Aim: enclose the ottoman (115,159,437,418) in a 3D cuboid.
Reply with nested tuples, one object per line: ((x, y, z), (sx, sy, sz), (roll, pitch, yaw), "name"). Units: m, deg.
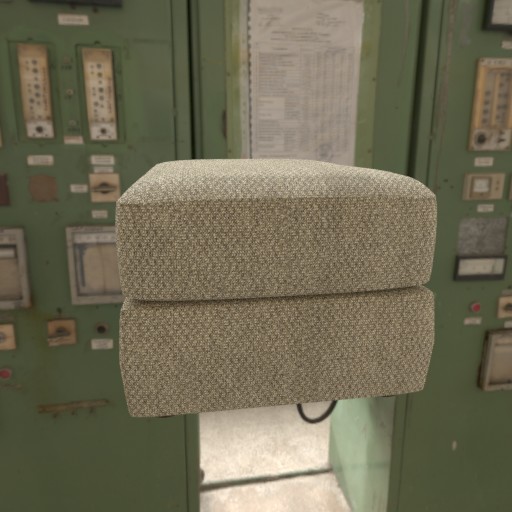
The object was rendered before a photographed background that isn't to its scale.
((0.000, 0.000, 1.145), (0.603, 0.476, 0.751), (-2, 15, -9), "ottoman")
